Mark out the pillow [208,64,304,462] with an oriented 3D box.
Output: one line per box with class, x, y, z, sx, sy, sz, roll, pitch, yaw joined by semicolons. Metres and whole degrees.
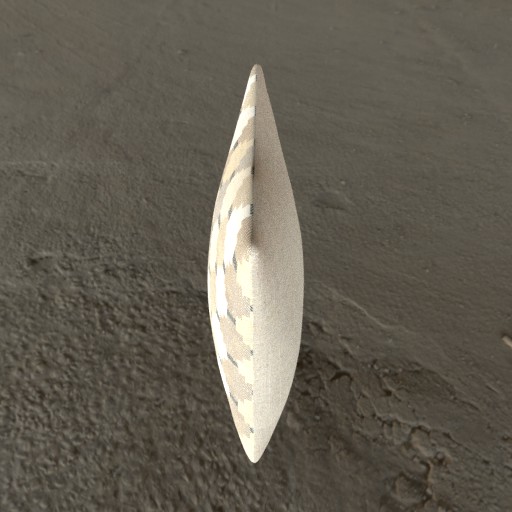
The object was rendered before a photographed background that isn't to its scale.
pillow;0.000;0.000;0.879;0.192;0.558;0.578;0;42;1
